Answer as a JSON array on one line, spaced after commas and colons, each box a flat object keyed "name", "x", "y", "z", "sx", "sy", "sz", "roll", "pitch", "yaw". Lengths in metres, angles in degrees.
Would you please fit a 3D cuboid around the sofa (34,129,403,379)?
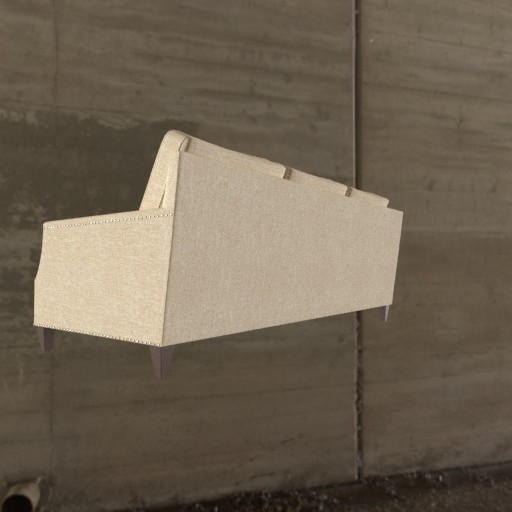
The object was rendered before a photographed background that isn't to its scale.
[{"name": "sofa", "x": 0.000, "y": 0.000, "z": 2.708, "sx": 1.041, "sy": 0.940, "sz": 2.210, "roll": -1, "pitch": -2, "yaw": 38}]
